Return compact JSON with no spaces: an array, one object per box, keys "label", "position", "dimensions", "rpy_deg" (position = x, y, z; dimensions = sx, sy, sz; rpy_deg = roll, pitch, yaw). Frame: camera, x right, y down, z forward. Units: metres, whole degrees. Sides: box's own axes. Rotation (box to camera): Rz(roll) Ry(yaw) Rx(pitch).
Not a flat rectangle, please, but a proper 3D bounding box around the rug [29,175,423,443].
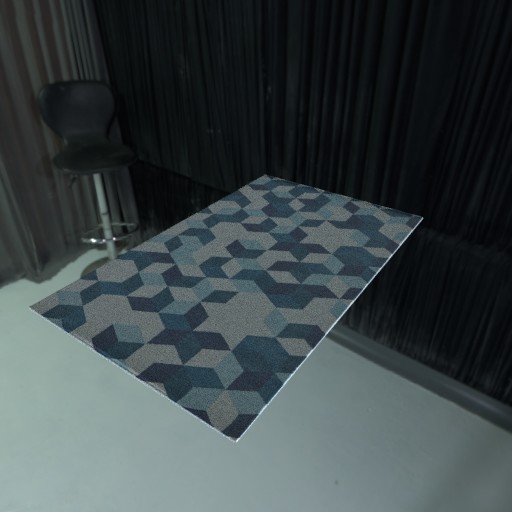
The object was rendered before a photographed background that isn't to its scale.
[{"label":"rug","position":[0.000,0.000,3.043],"dimensions":[1.518,0.015,2.438],"rpy_deg":[21,38,29]}]
